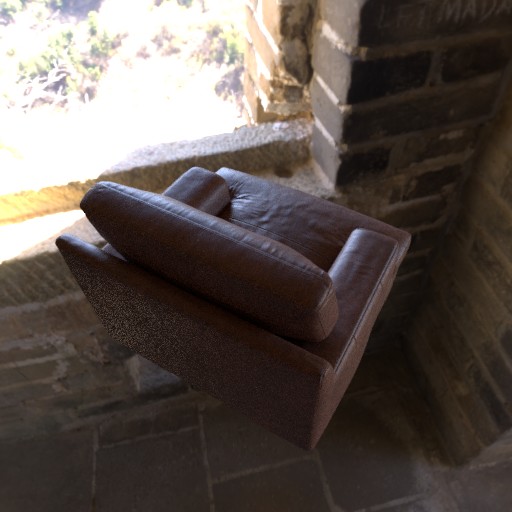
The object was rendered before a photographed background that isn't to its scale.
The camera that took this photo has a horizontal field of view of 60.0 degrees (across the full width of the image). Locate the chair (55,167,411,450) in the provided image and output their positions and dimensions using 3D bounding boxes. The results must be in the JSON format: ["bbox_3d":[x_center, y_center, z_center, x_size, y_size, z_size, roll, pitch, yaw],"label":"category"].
[{"bbox_3d":[0.000,0.000,2.003,1.168,0.939,1.143,23,50,21],"label":"chair"}]
